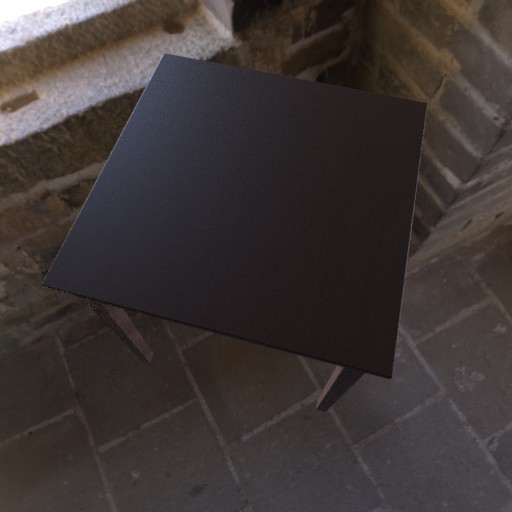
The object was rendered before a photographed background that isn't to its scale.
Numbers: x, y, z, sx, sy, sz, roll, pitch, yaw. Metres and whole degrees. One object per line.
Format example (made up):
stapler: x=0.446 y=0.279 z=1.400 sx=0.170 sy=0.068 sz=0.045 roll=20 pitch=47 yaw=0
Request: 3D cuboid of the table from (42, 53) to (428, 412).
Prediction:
table: x=0.000 y=0.000 z=1.409 sx=0.749 sy=0.770 sz=0.749 roll=14 pitch=64 yaw=7
